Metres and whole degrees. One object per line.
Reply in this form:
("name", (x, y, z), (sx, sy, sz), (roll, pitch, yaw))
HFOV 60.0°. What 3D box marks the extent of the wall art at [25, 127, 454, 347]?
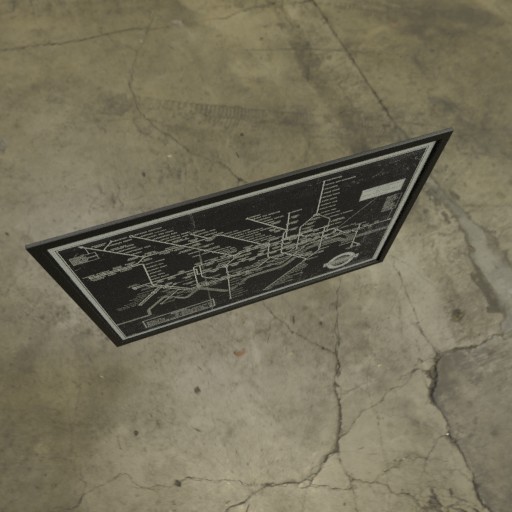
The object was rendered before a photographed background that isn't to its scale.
("wall art", (0.000, 0.000, 1.530), (1.192, 0.811, 0.013), (-17, 63, -9))
